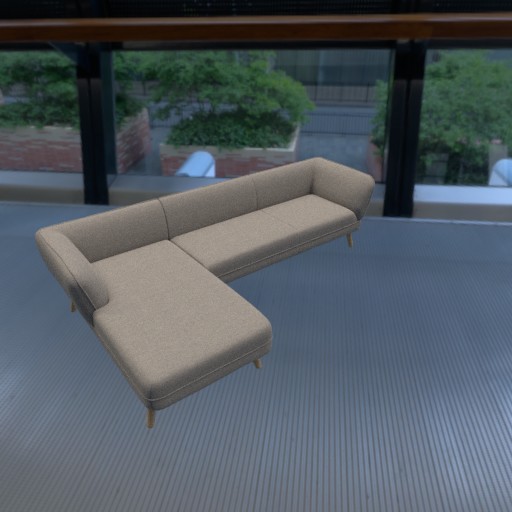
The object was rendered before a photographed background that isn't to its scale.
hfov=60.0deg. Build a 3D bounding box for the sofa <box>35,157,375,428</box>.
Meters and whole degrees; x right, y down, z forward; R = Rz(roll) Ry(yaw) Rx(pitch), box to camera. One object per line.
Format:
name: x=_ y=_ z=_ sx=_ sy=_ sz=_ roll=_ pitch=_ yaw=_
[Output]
sofa: x=0.000 y=0.000 z=3.319 sx=2.653 sy=0.693 sz=1.532 roll=-21 pitch=36 yaw=-32
